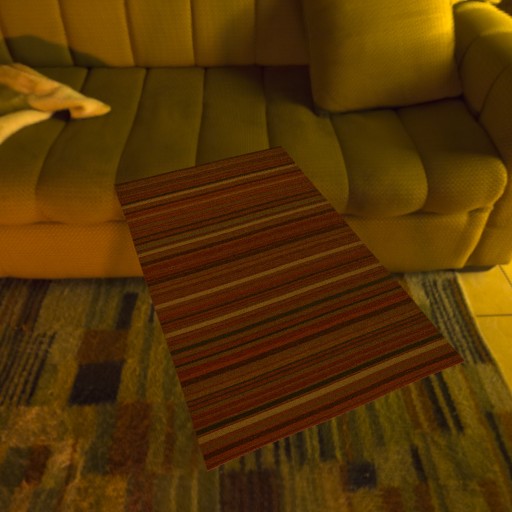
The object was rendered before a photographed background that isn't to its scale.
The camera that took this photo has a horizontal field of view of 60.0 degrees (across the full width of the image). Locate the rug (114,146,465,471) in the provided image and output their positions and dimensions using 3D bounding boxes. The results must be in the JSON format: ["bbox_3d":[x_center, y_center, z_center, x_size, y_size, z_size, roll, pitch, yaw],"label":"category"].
[{"bbox_3d":[0.000,0.000,3.068,1.523,0.008,2.438,-17,48,-16],"label":"rug"}]
